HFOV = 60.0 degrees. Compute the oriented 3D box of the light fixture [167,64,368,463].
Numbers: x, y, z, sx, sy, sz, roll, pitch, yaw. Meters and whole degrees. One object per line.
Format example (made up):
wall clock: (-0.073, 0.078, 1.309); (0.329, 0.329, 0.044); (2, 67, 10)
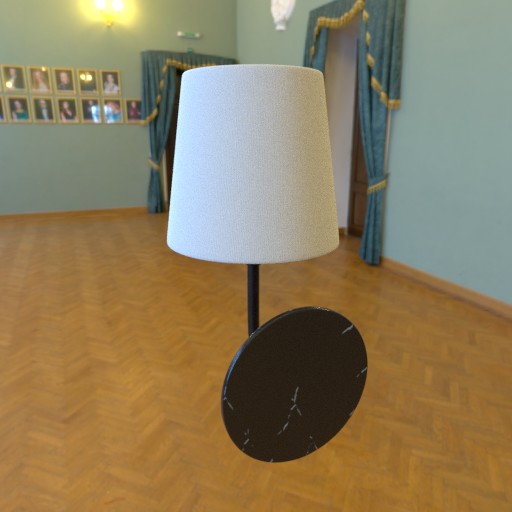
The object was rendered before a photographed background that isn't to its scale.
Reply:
light fixture: (0.000, 0.000, 0.440); (0.168, 0.337, 0.188); (-7, 17, -24)
